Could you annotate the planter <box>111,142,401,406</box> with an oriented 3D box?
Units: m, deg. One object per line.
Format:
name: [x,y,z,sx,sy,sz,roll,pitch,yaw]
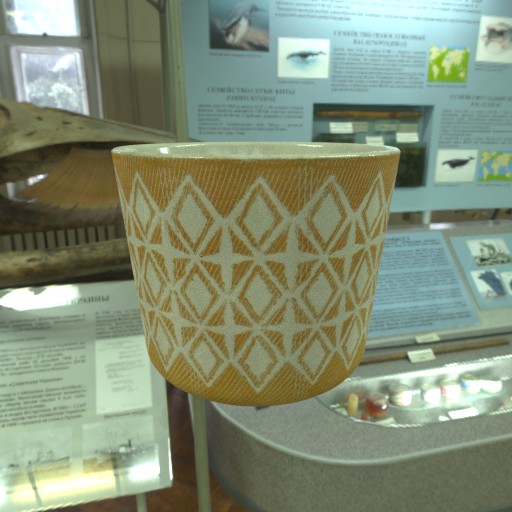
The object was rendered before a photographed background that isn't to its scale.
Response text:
planter: [0.000,0.000,0.218,0.126,0.104,0.126,0,16,0]
